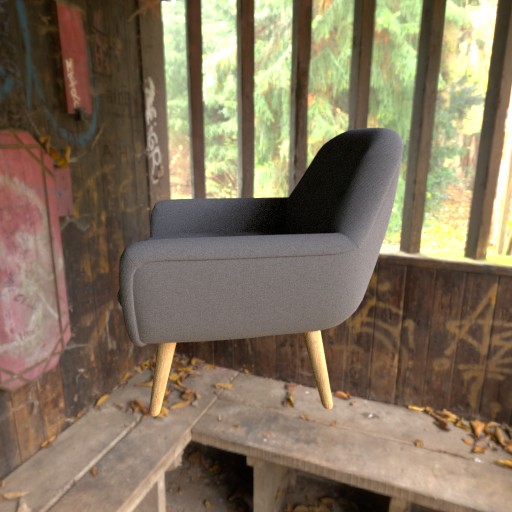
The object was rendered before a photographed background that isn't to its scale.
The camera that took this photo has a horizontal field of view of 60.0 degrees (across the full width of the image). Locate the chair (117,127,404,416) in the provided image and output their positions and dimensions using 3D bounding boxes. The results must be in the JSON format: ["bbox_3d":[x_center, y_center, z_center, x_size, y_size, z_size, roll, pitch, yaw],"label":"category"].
[{"bbox_3d":[0.000,0.000,1.438,0.779,0.800,0.770,-2,15,-6],"label":"chair"}]
